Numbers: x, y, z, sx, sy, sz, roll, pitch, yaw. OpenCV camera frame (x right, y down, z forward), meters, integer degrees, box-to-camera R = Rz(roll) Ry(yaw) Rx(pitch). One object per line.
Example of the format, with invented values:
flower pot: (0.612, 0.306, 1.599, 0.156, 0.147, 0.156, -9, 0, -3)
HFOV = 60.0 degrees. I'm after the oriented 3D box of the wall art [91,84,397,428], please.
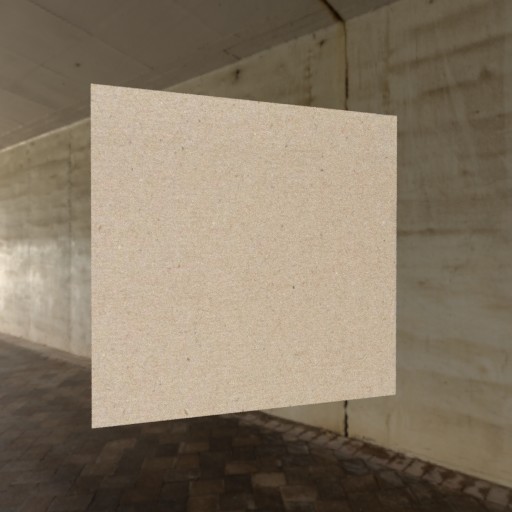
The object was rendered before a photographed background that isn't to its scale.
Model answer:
wall art: (0.000, 0.000, 0.471, 0.327, 0.318, 0.029, 0, 1, -17)
